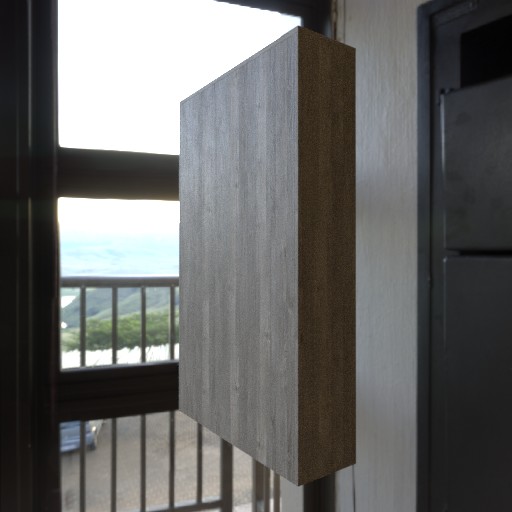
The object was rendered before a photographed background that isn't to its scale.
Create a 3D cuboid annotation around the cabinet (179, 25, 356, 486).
[{"bbox_3d":[0.000,0.000,1.606,0.250,1.280,0.750,0,0,-36],"label":"cabinet"}]
